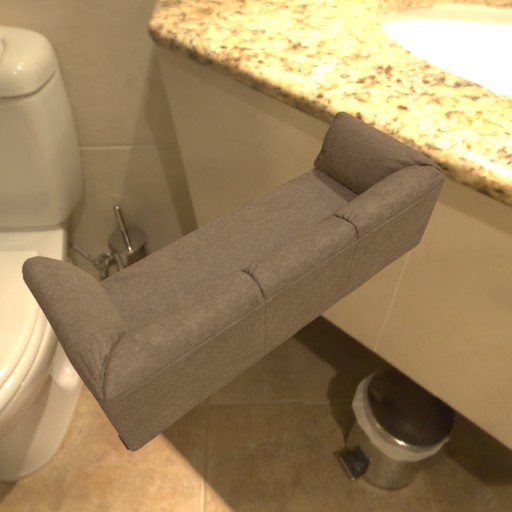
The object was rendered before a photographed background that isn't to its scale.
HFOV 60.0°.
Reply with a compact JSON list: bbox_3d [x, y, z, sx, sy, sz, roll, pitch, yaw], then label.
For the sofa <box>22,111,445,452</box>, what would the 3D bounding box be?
[{"bbox_3d":[0.000,0.000,2.584,2.238,0.758,0.899,-31,55,-25],"label":"sofa"}]
